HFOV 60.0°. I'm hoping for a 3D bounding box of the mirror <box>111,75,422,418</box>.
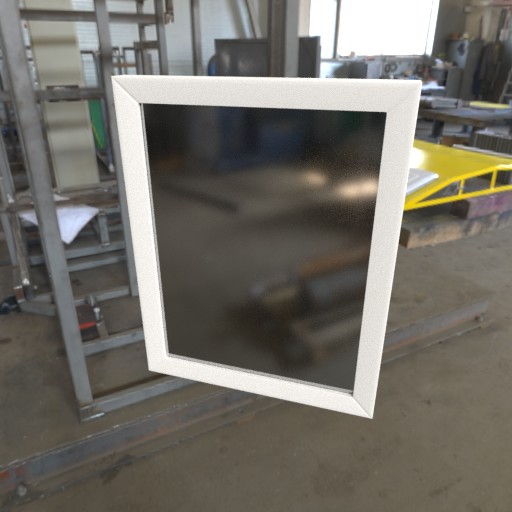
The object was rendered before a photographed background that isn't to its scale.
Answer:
[{"bbox_3d":[0.000,0.000,0.680,0.405,0.508,0.041,7,26,15],"label":"mirror"}]
